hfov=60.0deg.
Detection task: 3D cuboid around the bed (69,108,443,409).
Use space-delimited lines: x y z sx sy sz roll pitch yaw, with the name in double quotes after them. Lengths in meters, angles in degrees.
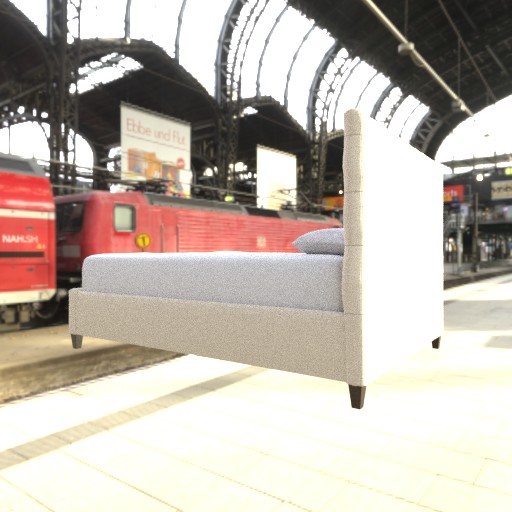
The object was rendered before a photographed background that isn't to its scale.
0.000 0.000 3.424 2.387 1.427 1.698 0 1 35 "bed"
